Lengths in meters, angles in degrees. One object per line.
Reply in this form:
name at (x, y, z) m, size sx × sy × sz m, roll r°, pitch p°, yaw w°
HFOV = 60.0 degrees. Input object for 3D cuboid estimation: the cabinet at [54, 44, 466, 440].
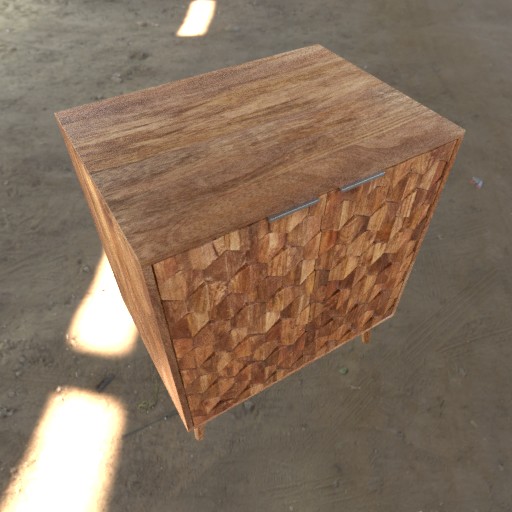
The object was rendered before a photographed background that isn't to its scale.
cabinet at (0.000, 0.000, 1.130) m, size 0.647 × 0.758 × 0.473 m, roll -24°, pitch 52°, yaw -21°
